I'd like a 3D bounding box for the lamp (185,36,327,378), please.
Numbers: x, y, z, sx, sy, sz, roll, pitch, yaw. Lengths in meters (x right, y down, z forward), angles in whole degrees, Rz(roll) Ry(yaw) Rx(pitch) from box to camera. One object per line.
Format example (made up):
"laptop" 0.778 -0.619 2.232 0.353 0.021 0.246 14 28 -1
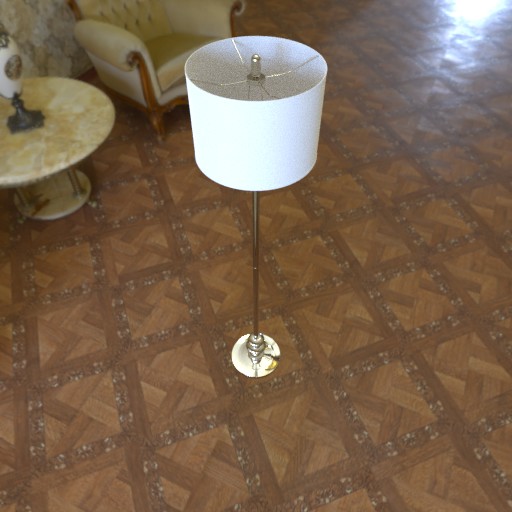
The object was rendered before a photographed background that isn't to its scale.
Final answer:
"lamp" 0.000 0.000 1.646 0.356 1.487 0.356 -17 50 -14
